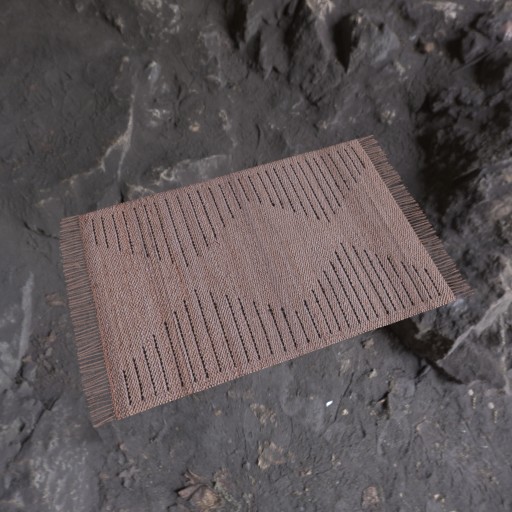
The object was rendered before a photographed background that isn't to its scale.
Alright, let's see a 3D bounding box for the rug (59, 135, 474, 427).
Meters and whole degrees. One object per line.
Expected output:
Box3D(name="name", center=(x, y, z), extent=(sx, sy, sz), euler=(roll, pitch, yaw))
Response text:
Box3D(name="rug", center=(0.000, 0.000, 2.495), extent=(2.085, 0.027, 1.224), euler=(-17, 62, -9))
